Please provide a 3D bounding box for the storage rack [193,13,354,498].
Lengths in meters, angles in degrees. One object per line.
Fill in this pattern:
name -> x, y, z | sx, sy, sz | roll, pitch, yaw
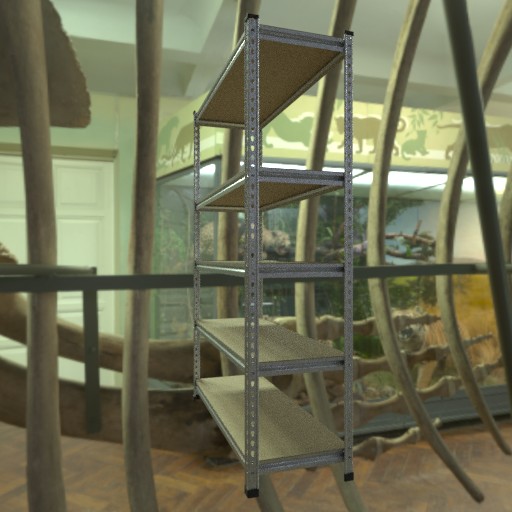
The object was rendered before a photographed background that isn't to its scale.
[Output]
storage rack -> 0.000, 0.000, 2.318 | 0.457, 1.829, 1.219 | 0, 0, -18
